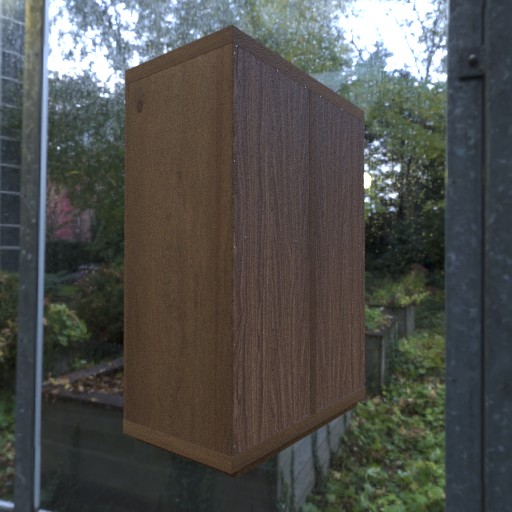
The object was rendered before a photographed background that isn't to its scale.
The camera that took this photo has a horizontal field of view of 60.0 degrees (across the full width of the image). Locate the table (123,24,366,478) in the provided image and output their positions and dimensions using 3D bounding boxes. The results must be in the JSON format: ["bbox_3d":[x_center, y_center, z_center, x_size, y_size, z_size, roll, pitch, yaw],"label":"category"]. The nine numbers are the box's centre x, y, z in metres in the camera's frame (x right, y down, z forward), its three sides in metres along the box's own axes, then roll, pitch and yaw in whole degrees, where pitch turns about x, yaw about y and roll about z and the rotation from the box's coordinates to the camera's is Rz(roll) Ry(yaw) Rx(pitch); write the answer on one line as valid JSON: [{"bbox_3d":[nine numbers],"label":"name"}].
[{"bbox_3d":[0.000,0.000,1.759,0.524,1.294,0.901,-1,-1,37],"label":"table"}]
